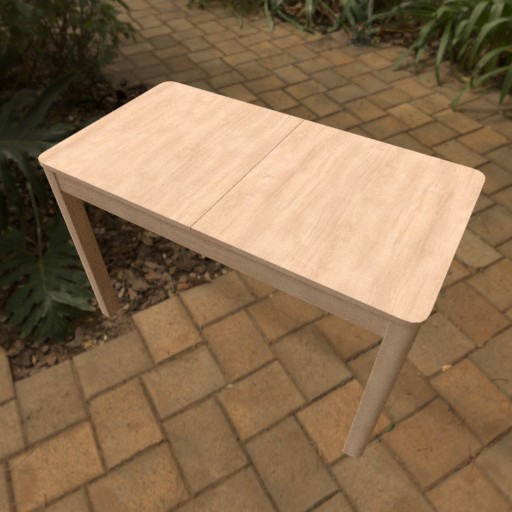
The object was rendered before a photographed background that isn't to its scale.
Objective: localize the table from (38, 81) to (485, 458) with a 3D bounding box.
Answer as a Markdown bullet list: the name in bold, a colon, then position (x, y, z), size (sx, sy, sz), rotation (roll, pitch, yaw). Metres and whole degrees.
- **table**: position (0.000, 0.000, 1.863), size (1.400, 0.900, 0.750), rotation (23, 50, 21)
